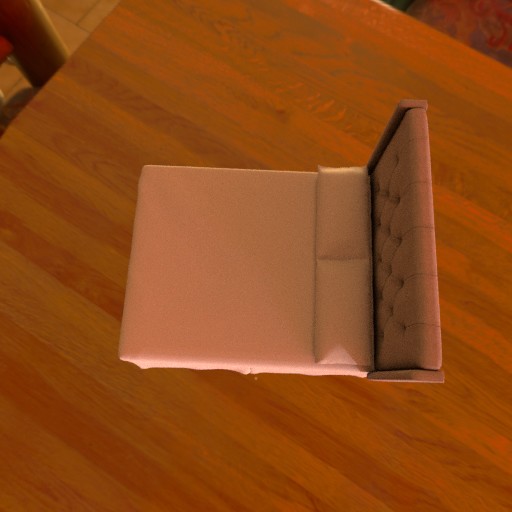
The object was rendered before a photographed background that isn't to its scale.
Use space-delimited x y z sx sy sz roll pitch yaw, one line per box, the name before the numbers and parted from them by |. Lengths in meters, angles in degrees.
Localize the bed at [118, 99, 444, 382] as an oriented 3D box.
bed | 0.000 0.000 3.333 2.066 1.665 1.719 3 75 1
